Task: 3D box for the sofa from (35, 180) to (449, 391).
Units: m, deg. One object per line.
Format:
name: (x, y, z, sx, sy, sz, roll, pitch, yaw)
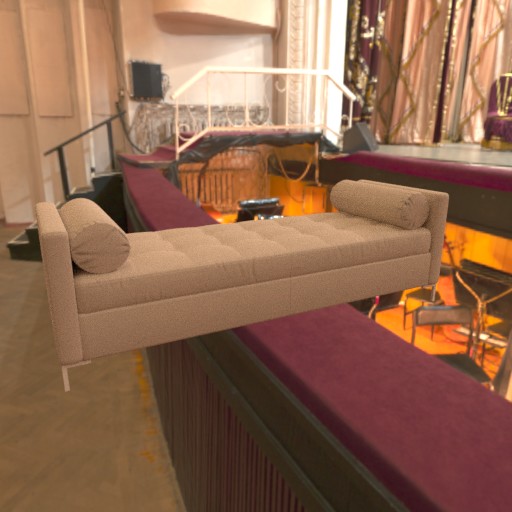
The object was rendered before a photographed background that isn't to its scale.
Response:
sofa: (0.000, 0.000, 2.301, 1.981, 0.635, 0.686, -8, 18, -26)
